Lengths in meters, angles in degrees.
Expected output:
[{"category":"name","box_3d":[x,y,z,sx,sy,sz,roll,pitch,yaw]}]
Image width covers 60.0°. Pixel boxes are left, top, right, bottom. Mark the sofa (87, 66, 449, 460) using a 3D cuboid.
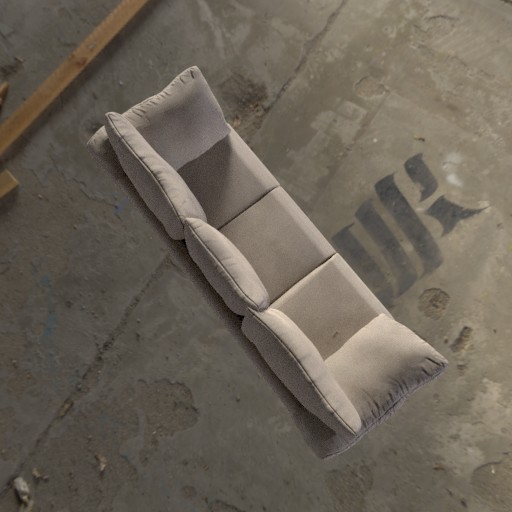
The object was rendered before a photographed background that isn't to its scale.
[{"category":"sofa","box_3d":[0.000,0.000,2.778,0.878,0.996,2.334,-37,79,-8]}]
